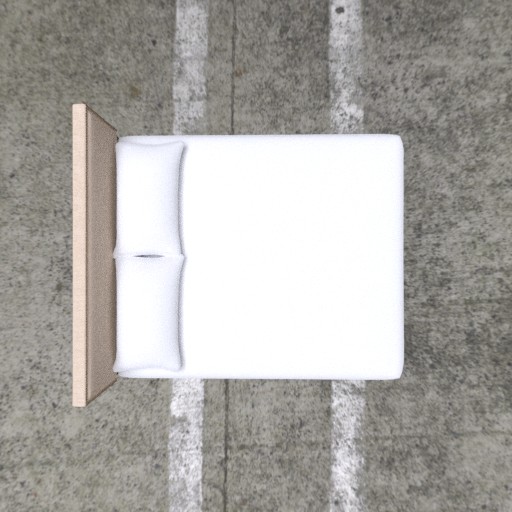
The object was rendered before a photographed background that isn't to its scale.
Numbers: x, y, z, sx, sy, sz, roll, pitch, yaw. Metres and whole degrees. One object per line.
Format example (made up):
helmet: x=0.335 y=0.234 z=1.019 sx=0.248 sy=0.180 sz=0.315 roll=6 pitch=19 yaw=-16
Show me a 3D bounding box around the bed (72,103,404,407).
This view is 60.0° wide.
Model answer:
bed: x=0.000 y=0.000 z=2.775 sx=1.876 sy=1.016 sz=1.616 roll=0 pitch=90 yaw=2
